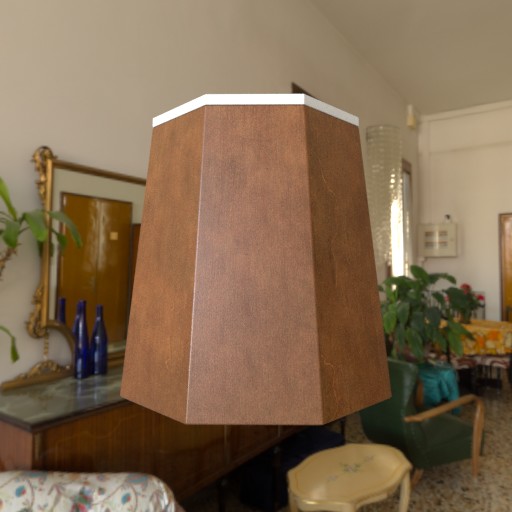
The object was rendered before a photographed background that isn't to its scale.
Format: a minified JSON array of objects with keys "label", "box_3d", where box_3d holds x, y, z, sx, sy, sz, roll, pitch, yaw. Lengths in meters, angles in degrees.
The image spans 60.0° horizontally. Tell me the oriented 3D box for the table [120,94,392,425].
[{"label":"table","box_3d":[0.000,0.000,0.803,0.439,0.457,0.439,0,-2,-1]}]
